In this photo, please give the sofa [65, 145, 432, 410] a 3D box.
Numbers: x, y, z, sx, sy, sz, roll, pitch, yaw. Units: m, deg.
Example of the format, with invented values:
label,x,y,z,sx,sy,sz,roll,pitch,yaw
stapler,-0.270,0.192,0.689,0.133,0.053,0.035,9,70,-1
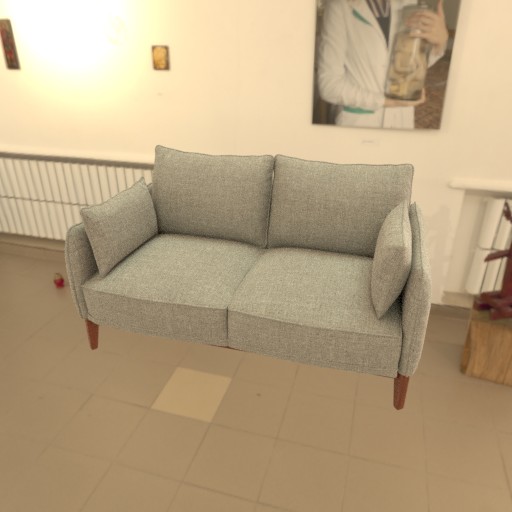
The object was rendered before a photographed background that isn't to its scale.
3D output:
label,x,y,z,sx,sy,sz,roll,pitch,yaw
sofa,0.000,0.000,2.179,1.580,0.851,0.972,7,27,14
